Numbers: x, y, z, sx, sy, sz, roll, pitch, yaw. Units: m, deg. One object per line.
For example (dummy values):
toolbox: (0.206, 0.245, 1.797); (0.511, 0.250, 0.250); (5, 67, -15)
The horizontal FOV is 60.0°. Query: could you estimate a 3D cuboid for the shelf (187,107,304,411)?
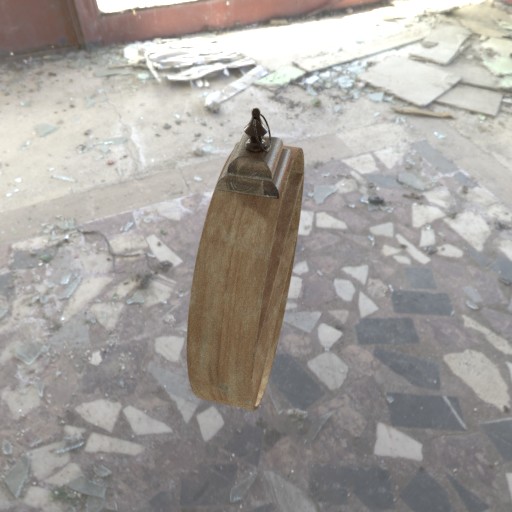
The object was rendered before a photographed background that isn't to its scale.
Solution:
shelf: (0.000, 0.000, 1.006); (0.125, 0.725, 0.601); (10, 48, 9)
